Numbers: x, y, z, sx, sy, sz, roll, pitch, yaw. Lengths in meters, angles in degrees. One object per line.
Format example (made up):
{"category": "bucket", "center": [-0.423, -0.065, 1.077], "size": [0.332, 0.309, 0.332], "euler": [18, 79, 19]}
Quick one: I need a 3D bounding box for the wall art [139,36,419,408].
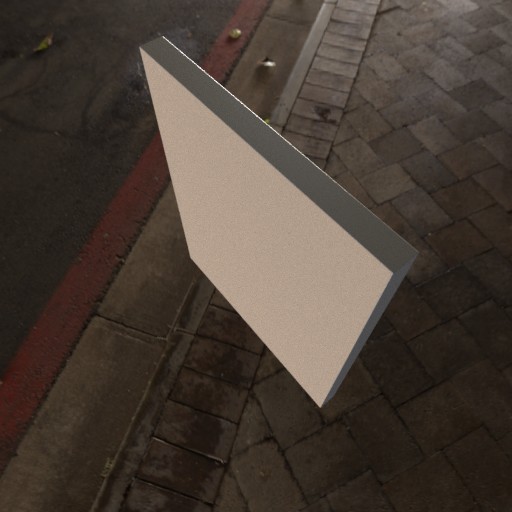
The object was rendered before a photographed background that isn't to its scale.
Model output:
{"category": "wall art", "center": [0.000, 0.000, 0.747], "size": [0.038, 0.549, 0.452], "euler": [-35, 65, -19]}
